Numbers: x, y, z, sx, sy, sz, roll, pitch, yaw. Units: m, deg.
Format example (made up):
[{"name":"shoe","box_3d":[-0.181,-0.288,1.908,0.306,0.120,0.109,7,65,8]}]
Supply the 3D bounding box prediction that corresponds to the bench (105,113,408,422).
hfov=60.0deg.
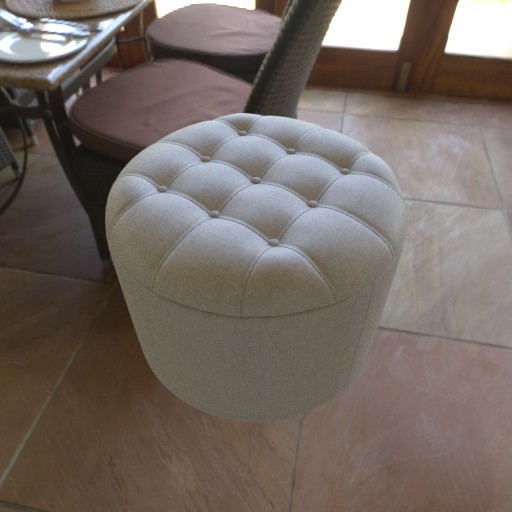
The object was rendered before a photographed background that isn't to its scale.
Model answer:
[{"name":"bench","box_3d":[0.000,0.000,1.010,0.600,0.453,0.600,0,45,0]}]
